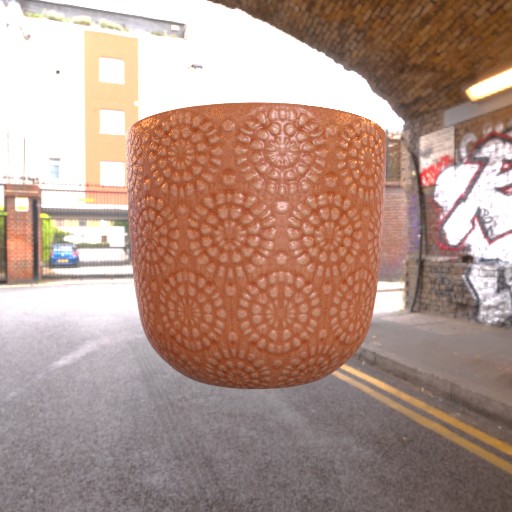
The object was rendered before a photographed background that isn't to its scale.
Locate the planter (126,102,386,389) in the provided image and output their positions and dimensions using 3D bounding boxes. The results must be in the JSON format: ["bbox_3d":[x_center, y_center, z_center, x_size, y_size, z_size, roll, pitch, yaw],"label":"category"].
[{"bbox_3d":[0.000,0.000,0.370,0.208,0.190,0.208,0,1,0],"label":"planter"}]
